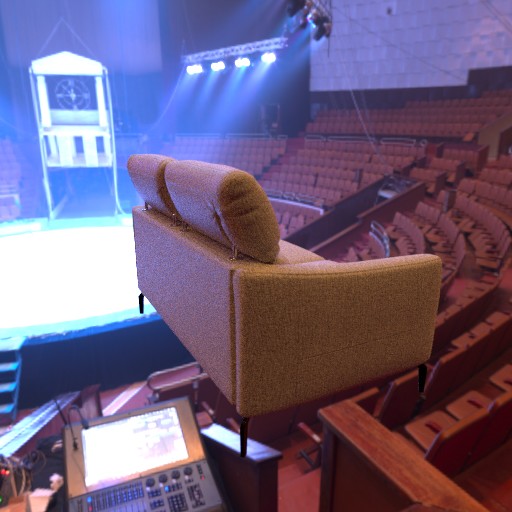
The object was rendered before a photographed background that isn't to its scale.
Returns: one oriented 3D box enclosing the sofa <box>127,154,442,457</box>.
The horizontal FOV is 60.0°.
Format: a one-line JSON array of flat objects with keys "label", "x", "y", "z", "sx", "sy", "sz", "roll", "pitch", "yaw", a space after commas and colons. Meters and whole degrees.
[{"label": "sofa", "x": 0.000, "y": 0.000, "z": 2.142, "sx": 0.905, "sy": 0.950, "sz": 1.540, "roll": -8, "pitch": 17, "yaw": -27}]
